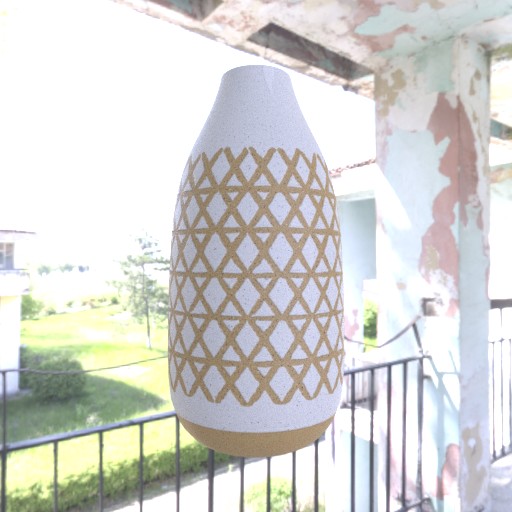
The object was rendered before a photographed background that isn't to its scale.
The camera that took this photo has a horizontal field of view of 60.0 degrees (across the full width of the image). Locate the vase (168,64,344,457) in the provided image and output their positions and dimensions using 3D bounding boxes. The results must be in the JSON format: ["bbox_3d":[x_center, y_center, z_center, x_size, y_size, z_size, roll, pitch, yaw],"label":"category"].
[{"bbox_3d":[0.000,0.000,0.475,0.186,0.380,0.186,0,0,0],"label":"vase"}]
